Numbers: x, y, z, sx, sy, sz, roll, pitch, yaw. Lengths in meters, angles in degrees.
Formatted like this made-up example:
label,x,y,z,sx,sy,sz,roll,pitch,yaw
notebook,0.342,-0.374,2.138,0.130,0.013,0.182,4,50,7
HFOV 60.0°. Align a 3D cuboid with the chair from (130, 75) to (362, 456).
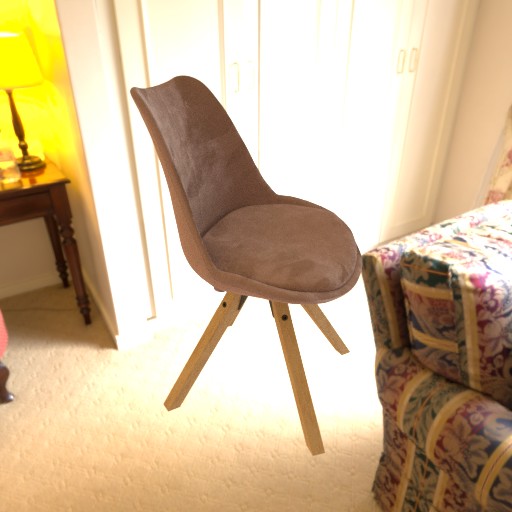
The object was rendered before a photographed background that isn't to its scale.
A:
label,x,y,z,sx,sy,sz,roll,pitch,yaw
chair,0.000,0.000,1.179,0.550,0.850,0.485,10,31,17
